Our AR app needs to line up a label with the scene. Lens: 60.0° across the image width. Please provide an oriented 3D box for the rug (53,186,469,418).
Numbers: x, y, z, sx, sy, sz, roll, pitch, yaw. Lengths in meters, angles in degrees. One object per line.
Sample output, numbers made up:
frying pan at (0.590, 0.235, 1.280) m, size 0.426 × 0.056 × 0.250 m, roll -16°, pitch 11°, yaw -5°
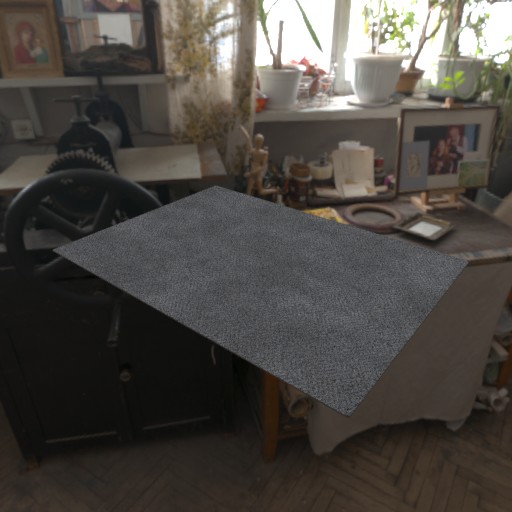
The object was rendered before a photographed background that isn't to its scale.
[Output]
rug at (0.000, 0.000, 2.917) m, size 2.235 × 0.008 × 1.600 m, roll 21°, pitch 36°, yaw 33°
